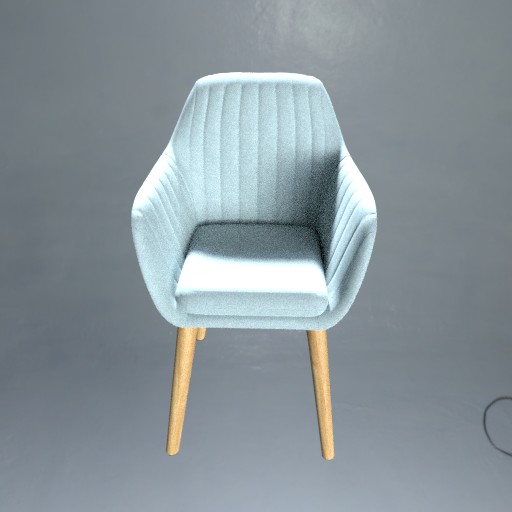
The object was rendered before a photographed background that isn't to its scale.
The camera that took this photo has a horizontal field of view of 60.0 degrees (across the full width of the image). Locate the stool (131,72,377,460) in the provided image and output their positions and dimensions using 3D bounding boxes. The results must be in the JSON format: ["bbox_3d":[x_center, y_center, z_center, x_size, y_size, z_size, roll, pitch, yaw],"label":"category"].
[{"bbox_3d":[0.000,0.000,1.164,0.503,0.830,0.590,1,29,2],"label":"stool"}]
